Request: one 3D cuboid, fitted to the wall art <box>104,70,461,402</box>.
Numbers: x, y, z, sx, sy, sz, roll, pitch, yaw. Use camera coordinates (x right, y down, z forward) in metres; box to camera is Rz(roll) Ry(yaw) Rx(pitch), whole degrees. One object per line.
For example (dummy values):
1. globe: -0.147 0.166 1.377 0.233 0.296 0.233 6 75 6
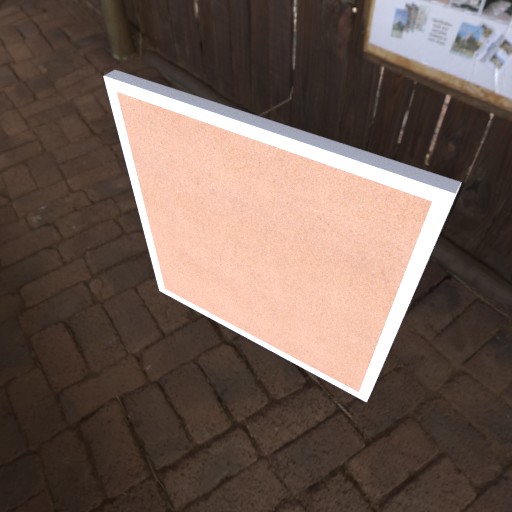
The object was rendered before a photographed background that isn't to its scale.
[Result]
1. wall art: 0.000 0.000 1.123 0.760 0.760 0.036 25 52 21
